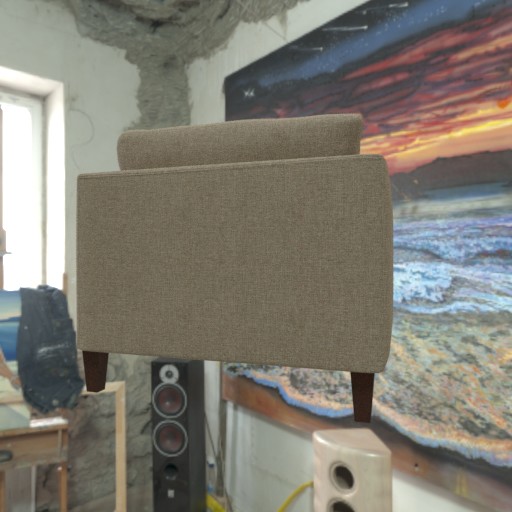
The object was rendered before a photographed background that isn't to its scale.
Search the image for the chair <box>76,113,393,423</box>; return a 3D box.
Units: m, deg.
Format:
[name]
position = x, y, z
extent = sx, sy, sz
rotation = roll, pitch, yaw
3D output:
[chair]
position = 0.000, 0.000, 1.874
extent = 1.107, 0.987, 0.959
rotation = 0, 0, 18
